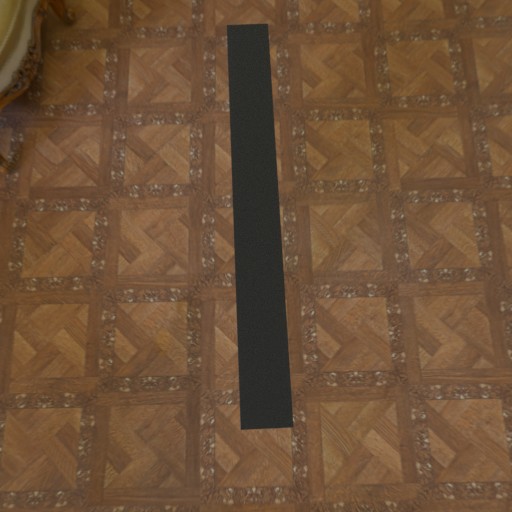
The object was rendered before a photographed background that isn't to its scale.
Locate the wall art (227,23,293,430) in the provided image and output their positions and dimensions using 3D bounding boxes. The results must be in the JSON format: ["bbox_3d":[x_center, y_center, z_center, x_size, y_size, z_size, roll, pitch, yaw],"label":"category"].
[{"bbox_3d":[0.000,0.000,0.464,0.033,0.304,0.305,-3,75,-1],"label":"wall art"}]
